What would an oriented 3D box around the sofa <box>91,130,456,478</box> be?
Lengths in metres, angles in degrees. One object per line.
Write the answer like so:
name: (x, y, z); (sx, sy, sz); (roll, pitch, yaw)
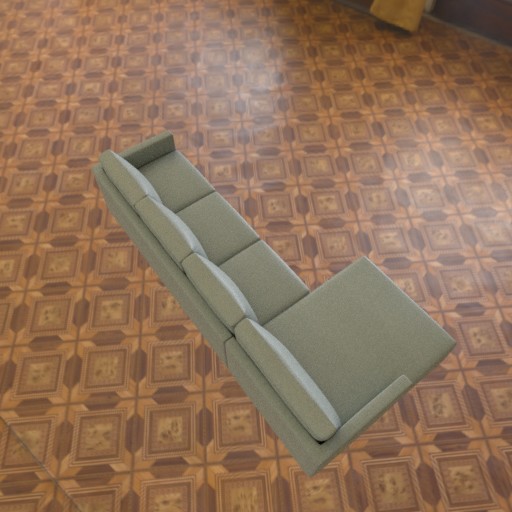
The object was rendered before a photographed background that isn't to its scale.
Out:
sofa: (0.000, 0.000, 4.168); (1.600, 0.953, 3.470); (-32, 62, -19)
